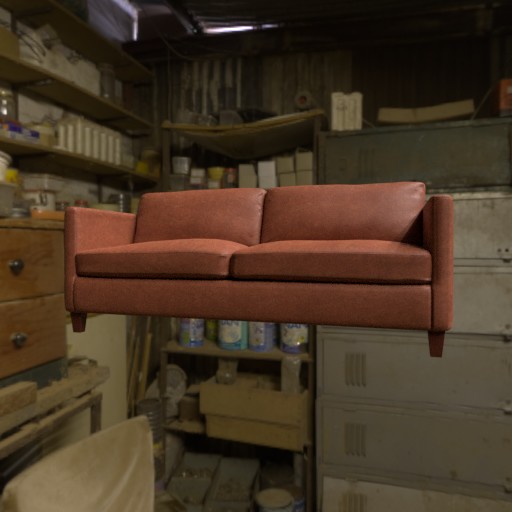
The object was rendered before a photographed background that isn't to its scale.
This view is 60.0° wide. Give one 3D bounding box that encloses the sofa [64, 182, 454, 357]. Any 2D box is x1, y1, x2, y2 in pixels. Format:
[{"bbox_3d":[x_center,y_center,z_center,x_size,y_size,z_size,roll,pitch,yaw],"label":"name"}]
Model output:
[{"bbox_3d":[0.000,0.000,2.802,2.204,0.932,0.950,0,1,17],"label":"sofa"}]
